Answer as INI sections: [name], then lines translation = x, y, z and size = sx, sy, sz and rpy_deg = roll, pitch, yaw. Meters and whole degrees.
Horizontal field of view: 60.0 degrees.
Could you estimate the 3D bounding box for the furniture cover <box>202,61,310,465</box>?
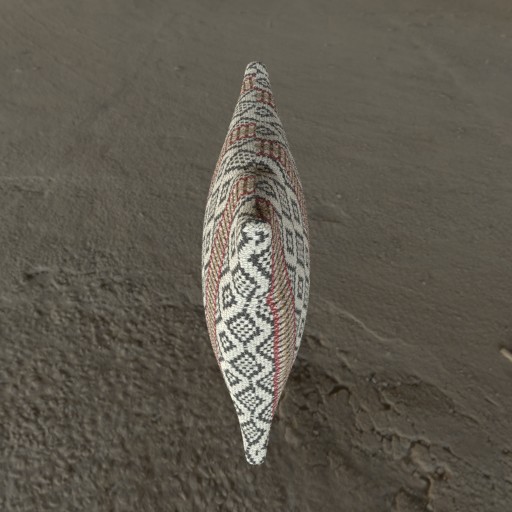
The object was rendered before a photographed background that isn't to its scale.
[furniture cover]
translation = 0.000, 0.000, 0.777
size = 0.182, 0.506, 0.503
rpy_deg = 0, 40, 0
